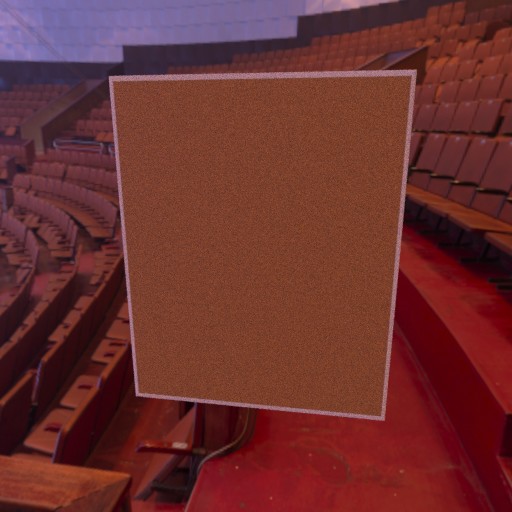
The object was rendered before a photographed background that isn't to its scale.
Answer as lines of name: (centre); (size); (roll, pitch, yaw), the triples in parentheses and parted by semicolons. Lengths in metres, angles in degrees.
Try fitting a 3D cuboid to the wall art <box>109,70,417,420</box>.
wall art: (0.000, 0.000, 0.719); (0.443, 0.549, 0.030); (3, 16, 9)
